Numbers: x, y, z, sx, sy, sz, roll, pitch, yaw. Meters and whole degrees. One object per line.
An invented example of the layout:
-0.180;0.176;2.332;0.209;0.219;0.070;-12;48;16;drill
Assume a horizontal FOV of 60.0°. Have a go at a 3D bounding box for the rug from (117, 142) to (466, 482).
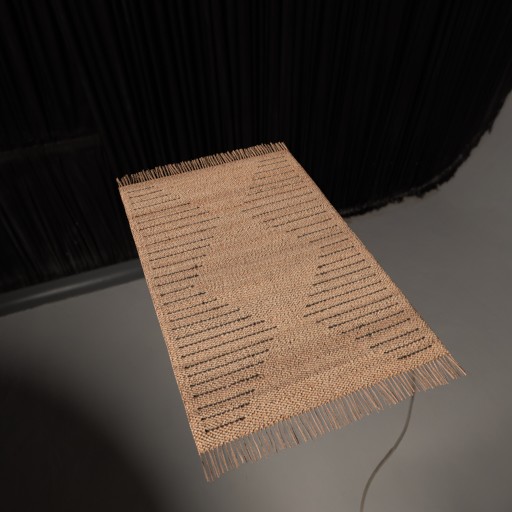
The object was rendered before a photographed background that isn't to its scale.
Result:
0.000;0.000;2.497;1.224;0.027;2.085;-16;49;-15;rug
